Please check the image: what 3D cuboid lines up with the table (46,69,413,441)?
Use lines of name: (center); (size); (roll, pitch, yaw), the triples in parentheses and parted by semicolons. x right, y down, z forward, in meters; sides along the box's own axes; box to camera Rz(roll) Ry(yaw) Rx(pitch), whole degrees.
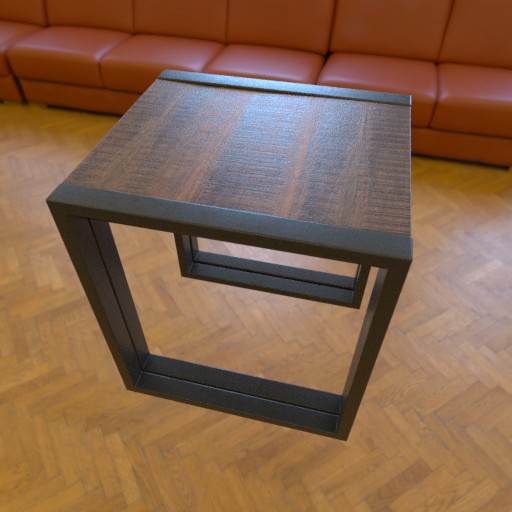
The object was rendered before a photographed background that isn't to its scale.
table: (0.000, 0.000, 0.926); (0.500, 0.550, 0.449); (10, 46, 9)
